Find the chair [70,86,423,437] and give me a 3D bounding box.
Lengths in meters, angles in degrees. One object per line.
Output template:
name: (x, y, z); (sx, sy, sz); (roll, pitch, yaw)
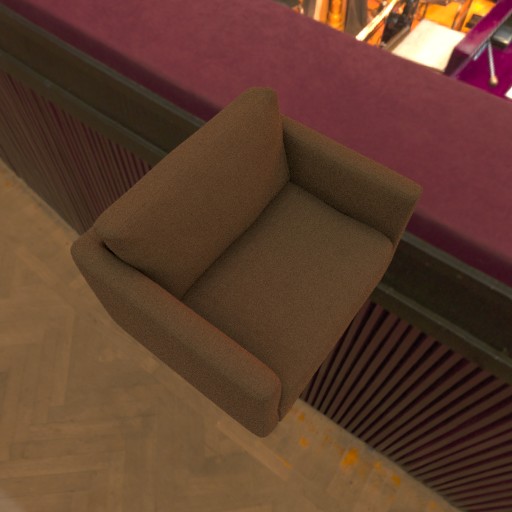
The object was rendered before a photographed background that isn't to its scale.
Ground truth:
chair: (0.000, 0.000, 1.930); (0.959, 0.963, 1.107); (33, 64, 19)
